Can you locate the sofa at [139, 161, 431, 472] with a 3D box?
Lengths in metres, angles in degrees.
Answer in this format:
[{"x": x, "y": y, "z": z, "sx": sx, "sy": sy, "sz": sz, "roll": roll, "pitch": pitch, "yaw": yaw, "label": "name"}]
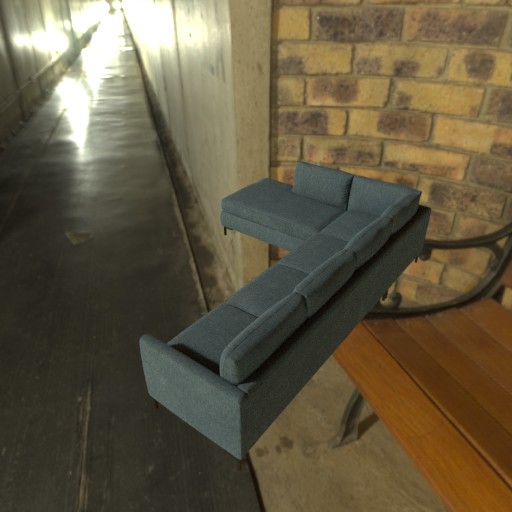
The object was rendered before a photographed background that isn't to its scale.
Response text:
[{"x": 0.000, "y": 0.000, "z": 3.847, "sx": 2.007, "sy": 0.815, "sz": 2.949, "roll": 22, "pitch": 38, "yaw": 31, "label": "sofa"}]
